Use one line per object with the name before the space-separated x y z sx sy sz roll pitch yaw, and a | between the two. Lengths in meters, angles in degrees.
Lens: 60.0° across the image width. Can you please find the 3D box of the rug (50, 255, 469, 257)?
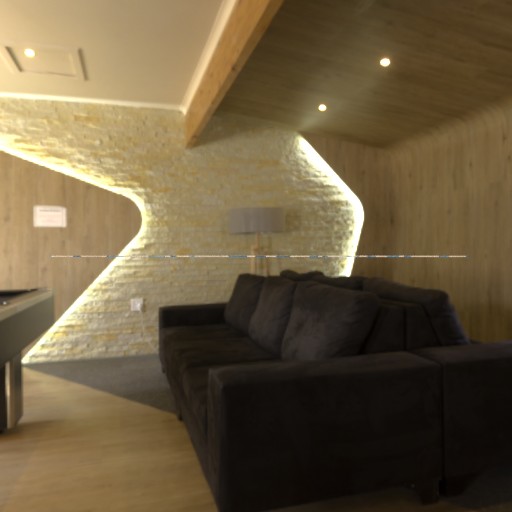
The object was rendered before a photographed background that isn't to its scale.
rug | 0.000 0.000 4.053 2.435 0.007 3.007 0 0 -1
